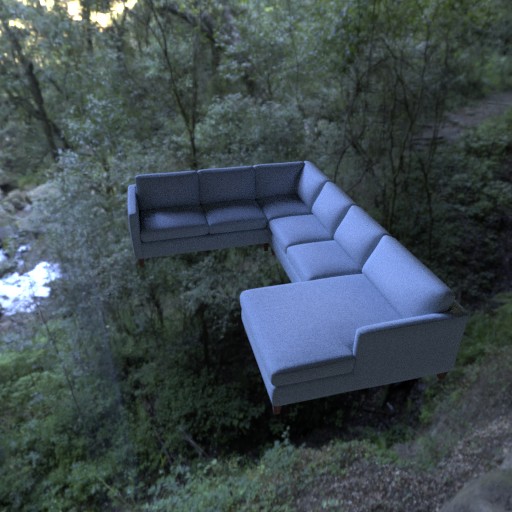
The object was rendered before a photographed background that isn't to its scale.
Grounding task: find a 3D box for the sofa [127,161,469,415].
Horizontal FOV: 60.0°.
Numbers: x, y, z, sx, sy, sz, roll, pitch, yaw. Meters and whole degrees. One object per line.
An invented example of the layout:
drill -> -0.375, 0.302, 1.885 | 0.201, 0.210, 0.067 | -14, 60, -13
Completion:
sofa -> 0.000, 0.000, 4.617 | 2.551, 0.889, 3.403 | -7, 31, -12
